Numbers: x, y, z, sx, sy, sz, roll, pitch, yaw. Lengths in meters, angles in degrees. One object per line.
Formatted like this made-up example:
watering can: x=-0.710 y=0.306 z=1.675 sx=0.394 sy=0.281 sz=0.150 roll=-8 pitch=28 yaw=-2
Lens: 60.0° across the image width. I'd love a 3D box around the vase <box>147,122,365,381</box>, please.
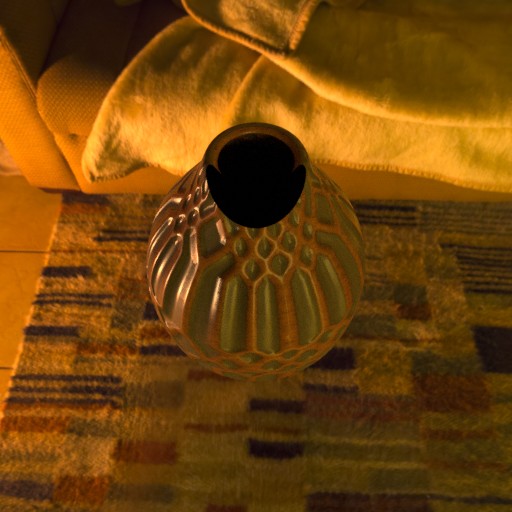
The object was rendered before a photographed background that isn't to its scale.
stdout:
vase: x=0.000 y=0.000 z=0.139 sx=0.069 sy=0.088 sz=0.069 roll=0 pitch=59 yaw=0
